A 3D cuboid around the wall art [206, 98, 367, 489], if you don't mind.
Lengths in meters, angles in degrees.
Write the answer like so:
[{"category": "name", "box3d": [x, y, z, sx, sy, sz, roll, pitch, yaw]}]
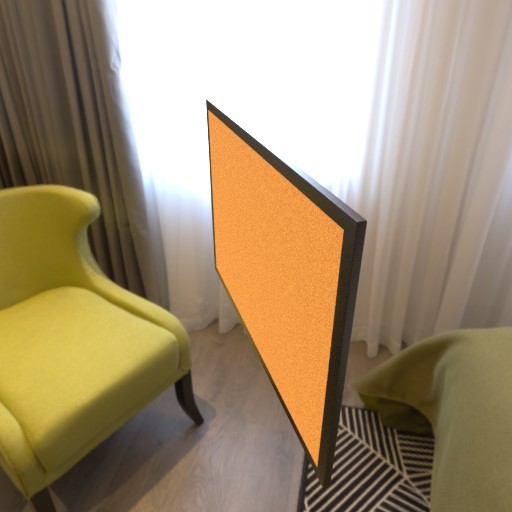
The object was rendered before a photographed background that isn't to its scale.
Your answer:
[{"category": "wall art", "box3d": [0.000, 0.000, 1.023, 0.015, 0.552, 0.819, -10, 32, -16]}]
